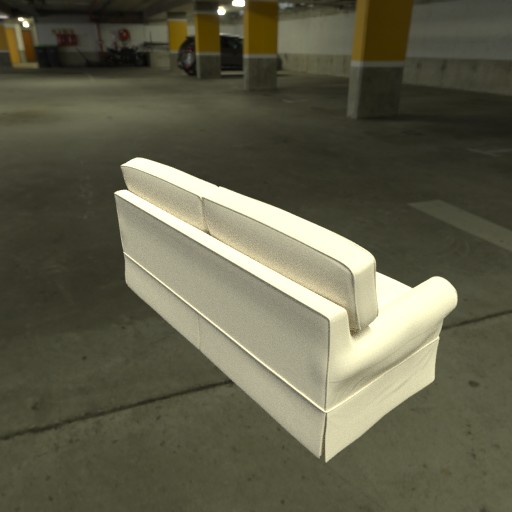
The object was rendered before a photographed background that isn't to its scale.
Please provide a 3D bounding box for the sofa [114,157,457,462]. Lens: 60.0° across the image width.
[{"bbox_3d":[0.000,0.000,2.560,0.862,0.937,2.021,-19,31,-34],"label":"sofa"}]
